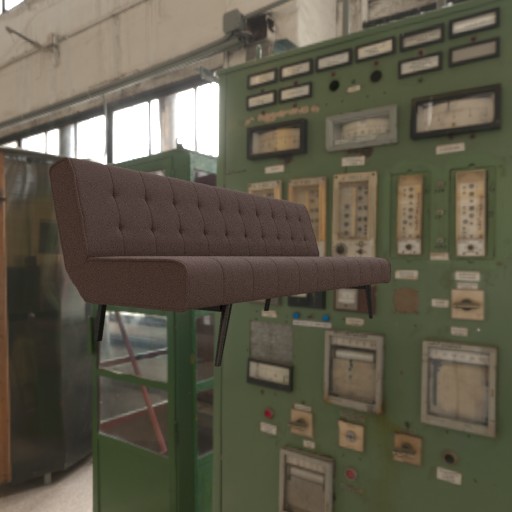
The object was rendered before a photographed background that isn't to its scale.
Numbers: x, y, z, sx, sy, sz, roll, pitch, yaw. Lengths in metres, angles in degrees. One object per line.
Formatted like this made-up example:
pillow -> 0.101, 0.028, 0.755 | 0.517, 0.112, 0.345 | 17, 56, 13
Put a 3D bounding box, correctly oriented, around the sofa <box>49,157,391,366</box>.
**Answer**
sofa -> 0.000, 0.000, 2.121 | 0.747, 0.699, 1.703 | 0, 0, 35
